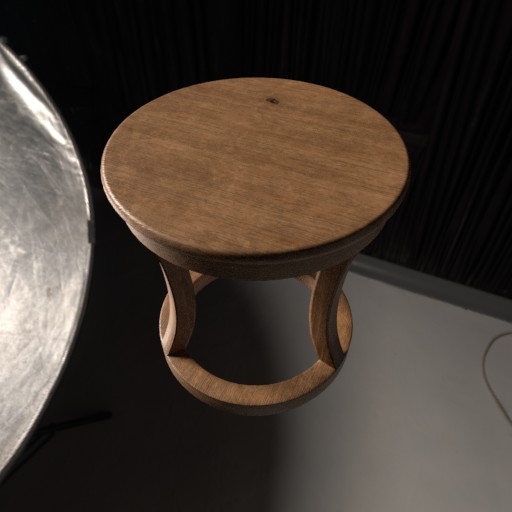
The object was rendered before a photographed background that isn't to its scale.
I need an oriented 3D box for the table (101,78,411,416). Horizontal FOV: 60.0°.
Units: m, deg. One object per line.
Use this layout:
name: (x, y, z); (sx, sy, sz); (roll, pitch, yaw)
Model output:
table: (0.000, 0.000, 0.795); (0.432, 0.460, 0.432); (0, 47, 0)
